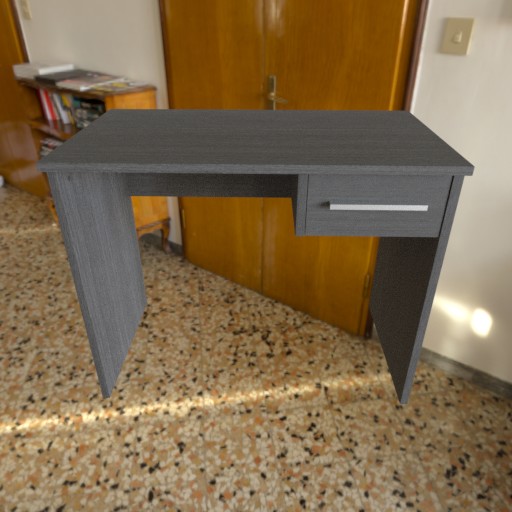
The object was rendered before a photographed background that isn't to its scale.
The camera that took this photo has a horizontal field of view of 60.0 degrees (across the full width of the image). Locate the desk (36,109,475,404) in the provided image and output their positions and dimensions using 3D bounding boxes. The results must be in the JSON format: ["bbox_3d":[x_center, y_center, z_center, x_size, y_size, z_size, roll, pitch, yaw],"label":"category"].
[{"bbox_3d":[0.000,0.000,1.298,0.893,0.724,0.498,1,31,1],"label":"desk"}]
